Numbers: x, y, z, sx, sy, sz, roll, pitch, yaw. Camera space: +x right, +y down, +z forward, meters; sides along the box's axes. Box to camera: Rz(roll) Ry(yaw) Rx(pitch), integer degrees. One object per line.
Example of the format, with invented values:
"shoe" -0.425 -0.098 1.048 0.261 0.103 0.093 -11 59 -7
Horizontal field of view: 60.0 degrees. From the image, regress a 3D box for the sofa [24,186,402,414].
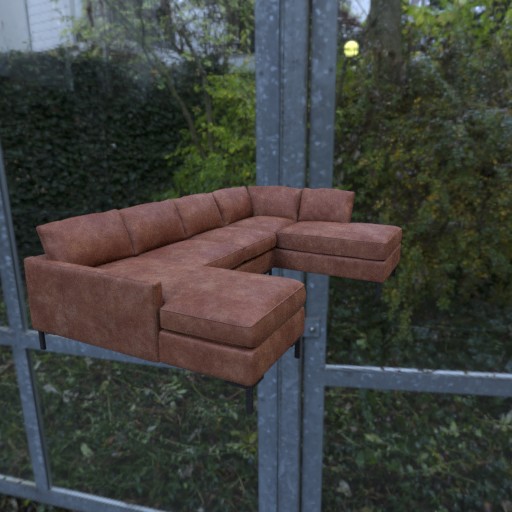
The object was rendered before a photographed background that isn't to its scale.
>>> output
"sofa" 0.000 0.000 3.781 1.939 0.900 2.956 7 16 26
